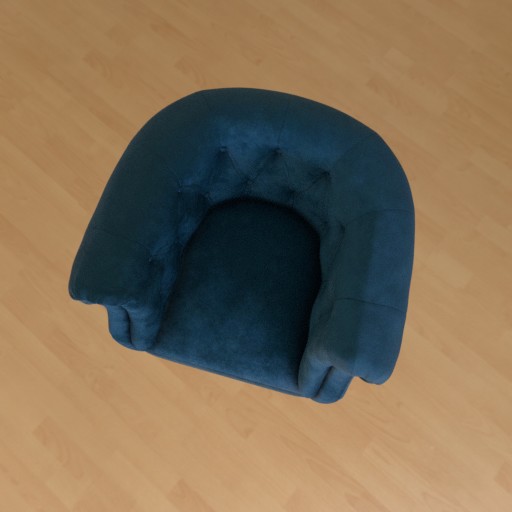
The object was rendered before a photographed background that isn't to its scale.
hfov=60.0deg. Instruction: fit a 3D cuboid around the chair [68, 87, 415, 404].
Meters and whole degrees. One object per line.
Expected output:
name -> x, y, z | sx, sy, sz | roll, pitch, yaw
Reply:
chair -> 0.000, 0.000, 1.556 | 0.904, 0.826, 0.851 | 15, 76, 4
